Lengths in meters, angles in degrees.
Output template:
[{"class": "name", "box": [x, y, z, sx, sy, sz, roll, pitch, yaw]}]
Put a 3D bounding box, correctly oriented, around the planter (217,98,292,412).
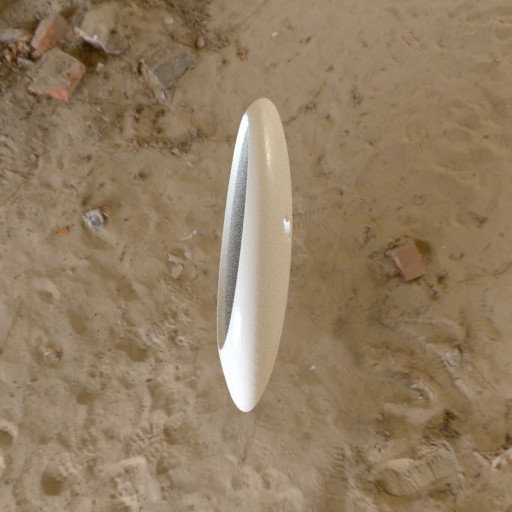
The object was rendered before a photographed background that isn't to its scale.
[{"class": "planter", "box": [0.000, 0.000, 0.278, 0.043, 0.188, 0.185, 4, 75, 1]}]
